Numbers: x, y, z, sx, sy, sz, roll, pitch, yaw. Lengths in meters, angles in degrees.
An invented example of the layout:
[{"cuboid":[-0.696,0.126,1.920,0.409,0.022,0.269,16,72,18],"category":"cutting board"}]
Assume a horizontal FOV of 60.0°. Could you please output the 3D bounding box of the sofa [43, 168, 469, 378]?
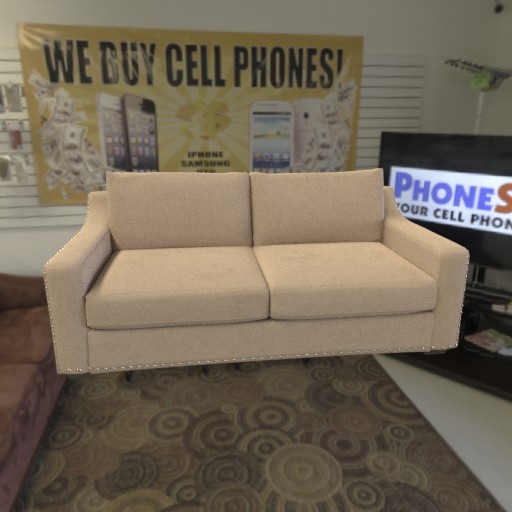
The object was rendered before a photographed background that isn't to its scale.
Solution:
[{"cuboid":[0.000,0.000,2.494,1.967,0.901,1.030,-2,17,-7],"category":"sofa"}]
